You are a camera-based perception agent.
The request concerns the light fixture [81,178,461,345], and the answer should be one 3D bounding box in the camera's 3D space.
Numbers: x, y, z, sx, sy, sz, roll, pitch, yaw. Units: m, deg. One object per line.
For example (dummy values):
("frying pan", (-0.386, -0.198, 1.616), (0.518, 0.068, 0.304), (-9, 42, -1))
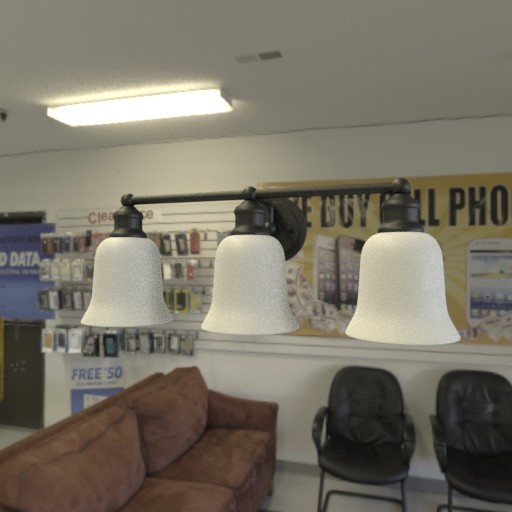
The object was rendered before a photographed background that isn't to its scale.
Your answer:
("light fixture", (0.000, 0.000, 0.684), (0.570, 0.211, 0.198), (0, 0, 19))
